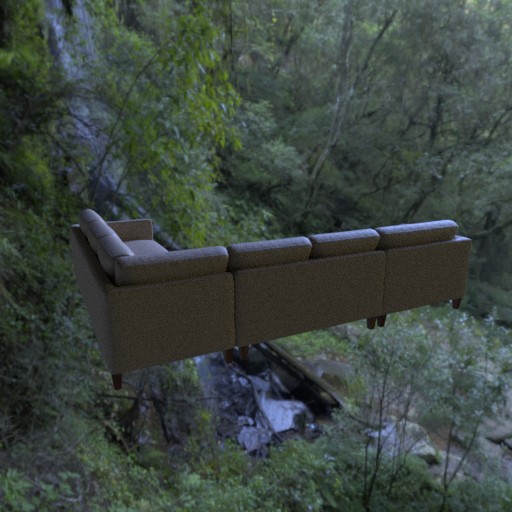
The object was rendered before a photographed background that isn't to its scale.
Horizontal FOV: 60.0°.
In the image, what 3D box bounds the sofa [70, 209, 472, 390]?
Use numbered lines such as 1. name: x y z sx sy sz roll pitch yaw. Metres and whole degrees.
1. sofa: 0.000 0.000 4.629 3.403 0.889 2.551 -7 17 -26
